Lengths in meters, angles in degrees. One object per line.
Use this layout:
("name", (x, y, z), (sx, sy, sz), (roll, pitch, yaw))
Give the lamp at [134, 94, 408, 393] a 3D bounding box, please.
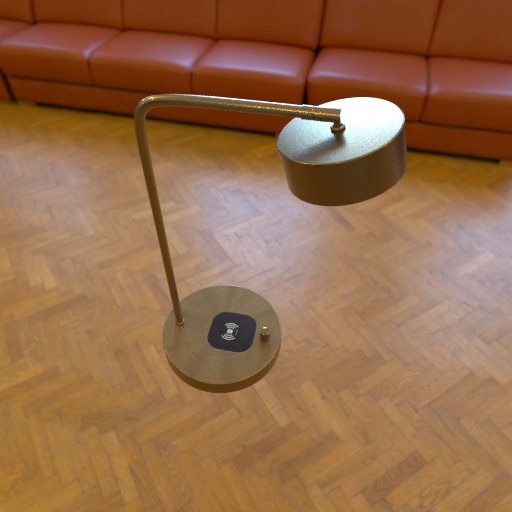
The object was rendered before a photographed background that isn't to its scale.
("lamp", (0.000, 0.000, 0.513), (0.270, 0.380, 0.171), (9, 47, 9))
